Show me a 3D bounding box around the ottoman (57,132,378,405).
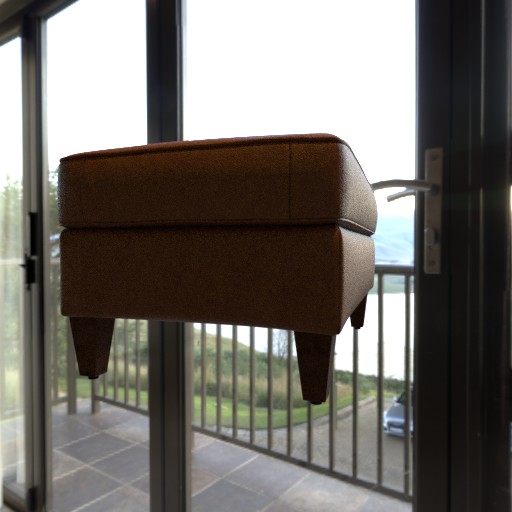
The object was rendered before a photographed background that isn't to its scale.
[{"bbox_3d":[0.000,0.000,1.161,0.584,0.483,0.864,0,1,18],"label":"ottoman"}]
